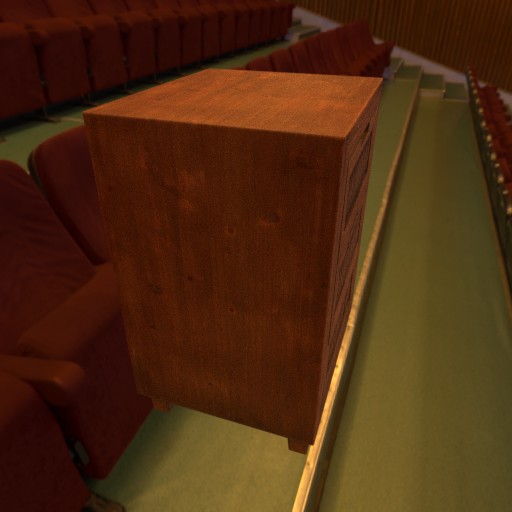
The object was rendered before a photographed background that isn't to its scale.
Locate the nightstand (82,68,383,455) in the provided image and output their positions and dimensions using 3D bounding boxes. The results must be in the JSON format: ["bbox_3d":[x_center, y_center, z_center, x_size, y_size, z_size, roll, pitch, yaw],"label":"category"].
[{"bbox_3d":[0.000,0.000,0.985,0.410,0.695,0.465,10,32,17],"label":"nightstand"}]
